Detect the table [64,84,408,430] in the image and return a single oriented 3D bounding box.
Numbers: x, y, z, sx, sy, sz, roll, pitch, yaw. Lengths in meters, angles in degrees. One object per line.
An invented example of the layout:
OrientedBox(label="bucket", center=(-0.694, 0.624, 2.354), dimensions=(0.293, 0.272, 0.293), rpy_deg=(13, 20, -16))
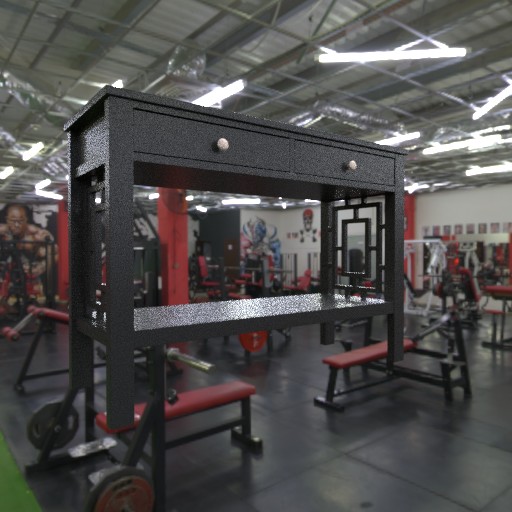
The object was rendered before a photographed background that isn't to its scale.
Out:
OrientedBox(label="table", center=(0.000, 0.000, 1.423), dimensions=(1.068, 0.753, 0.397), rpy_deg=(-1, 1, -36))
